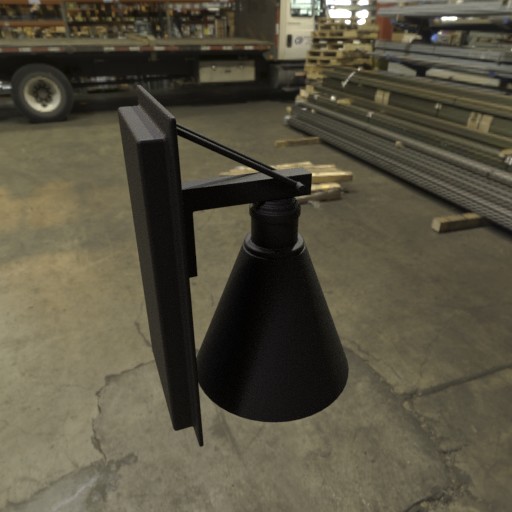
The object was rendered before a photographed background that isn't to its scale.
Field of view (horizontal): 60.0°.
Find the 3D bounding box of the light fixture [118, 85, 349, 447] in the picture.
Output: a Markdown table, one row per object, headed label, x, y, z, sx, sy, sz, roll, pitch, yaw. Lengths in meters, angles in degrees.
| label | x | y | z | sx | sy | sz | roll | pitch | yaw |
| --- | --- | --- | --- | --- | --- | --- | --- | --- | --- |
| light fixture | 0.000 | 0.000 | 0.425 | 0.207 | 0.298 | 0.170 | -10 | 31 | -18 |
